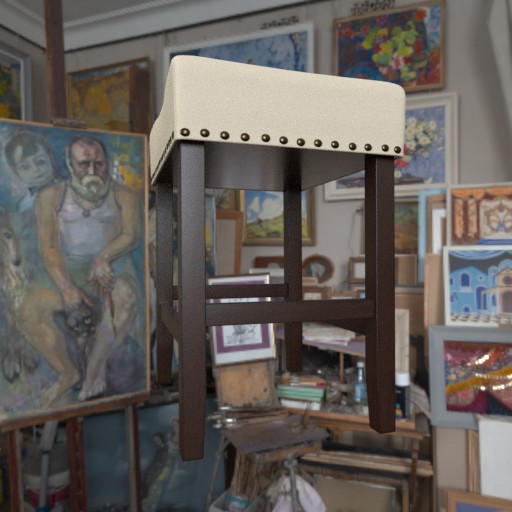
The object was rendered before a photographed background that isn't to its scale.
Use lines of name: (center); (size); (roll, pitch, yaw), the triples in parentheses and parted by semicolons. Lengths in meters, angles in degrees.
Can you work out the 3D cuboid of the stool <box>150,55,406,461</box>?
stool: (0.000, 0.000, 0.919); (0.401, 0.609, 0.471); (0, 0, -18)
